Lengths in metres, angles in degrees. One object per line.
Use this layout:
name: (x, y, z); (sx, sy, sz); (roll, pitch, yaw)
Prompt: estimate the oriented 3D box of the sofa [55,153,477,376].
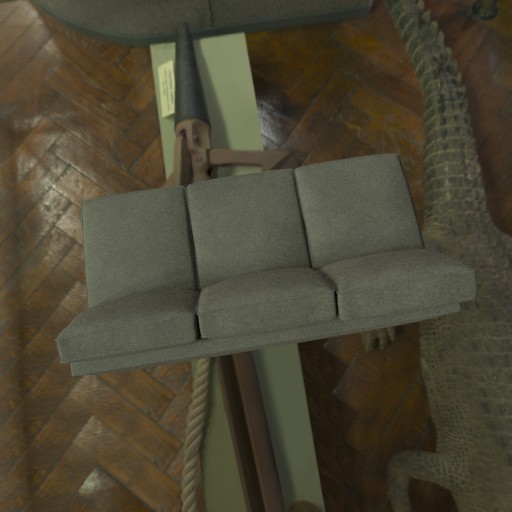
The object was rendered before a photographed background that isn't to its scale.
sofa: (0.000, 0.000, 2.535); (1.962, 0.973, 1.027); (-9, 76, -2)
